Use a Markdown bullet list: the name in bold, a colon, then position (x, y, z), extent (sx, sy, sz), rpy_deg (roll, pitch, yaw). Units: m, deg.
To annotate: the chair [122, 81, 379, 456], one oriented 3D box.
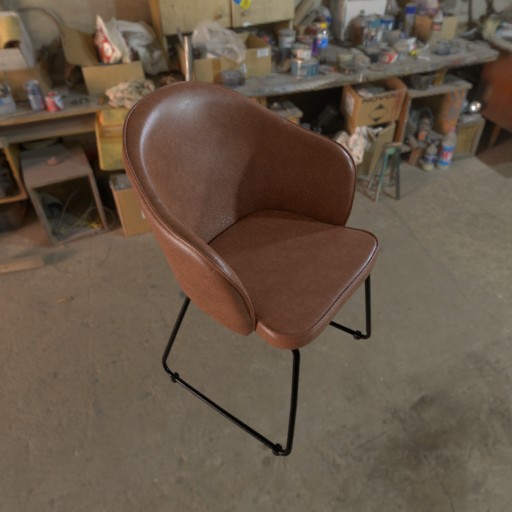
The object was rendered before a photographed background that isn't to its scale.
- **chair**: position (0.000, 0.000, 1.195), extent (0.580, 0.785, 0.582), rpy_deg (24, 45, 27)
